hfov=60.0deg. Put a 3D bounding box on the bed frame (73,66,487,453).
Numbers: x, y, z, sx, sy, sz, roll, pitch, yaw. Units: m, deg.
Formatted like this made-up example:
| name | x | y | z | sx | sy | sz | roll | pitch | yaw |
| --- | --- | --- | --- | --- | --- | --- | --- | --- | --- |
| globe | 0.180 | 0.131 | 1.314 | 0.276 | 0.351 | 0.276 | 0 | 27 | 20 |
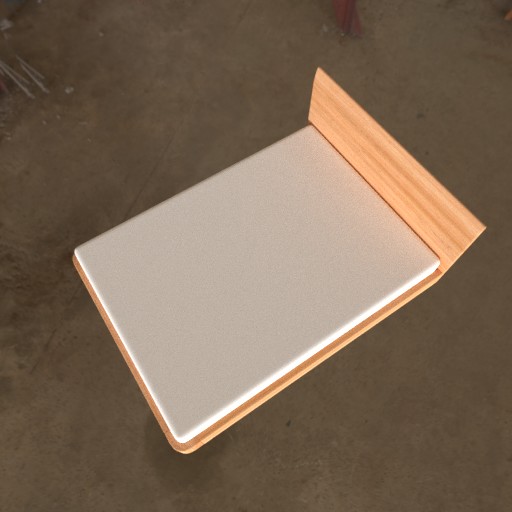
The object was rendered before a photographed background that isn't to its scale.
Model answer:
| name | x | y | z | sx | sy | sz | roll | pitch | yaw |
| --- | --- | --- | --- | --- | --- | --- | --- | --- | --- |
| bed frame | 0.000 | 0.000 | 2.816 | 1.992 | 0.940 | 1.472 | -31 | 67 | -14 |
